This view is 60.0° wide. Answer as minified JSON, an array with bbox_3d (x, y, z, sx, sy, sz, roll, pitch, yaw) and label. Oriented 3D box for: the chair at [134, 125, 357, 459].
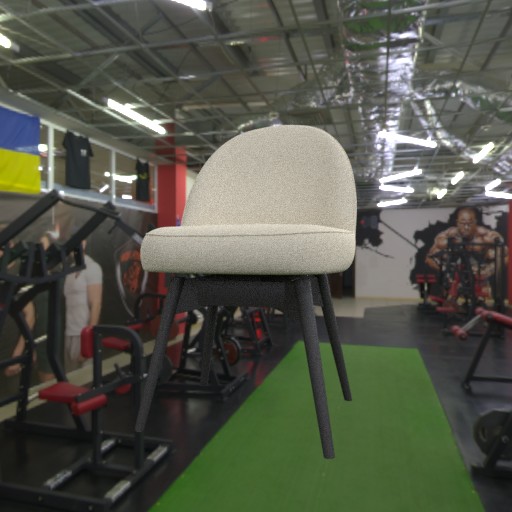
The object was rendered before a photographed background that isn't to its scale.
[{"bbox_3d":[0.000,0.000,1.199,0.532,0.838,0.540,0,1,18],"label":"chair"}]
